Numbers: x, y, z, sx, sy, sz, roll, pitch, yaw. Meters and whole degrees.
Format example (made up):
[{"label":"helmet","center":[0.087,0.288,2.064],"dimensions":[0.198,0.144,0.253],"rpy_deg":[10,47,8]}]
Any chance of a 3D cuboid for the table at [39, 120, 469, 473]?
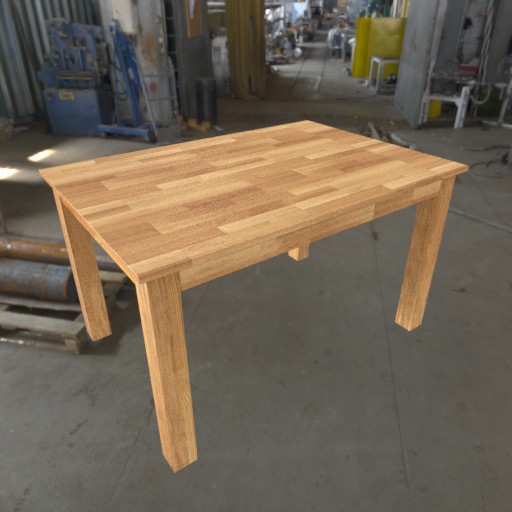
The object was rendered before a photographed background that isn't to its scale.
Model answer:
[{"label":"table","center":[0.000,0.000,1.815],"dimensions":[1.300,0.750,0.900],"rpy_deg":[-20,35,-31]}]
